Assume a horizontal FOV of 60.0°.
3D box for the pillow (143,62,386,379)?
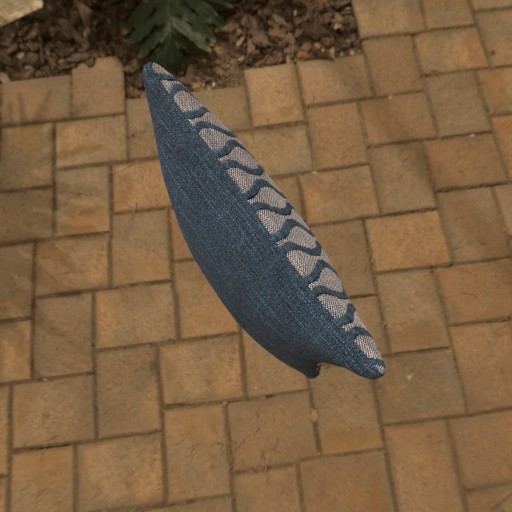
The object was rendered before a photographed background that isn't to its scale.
[{"bbox_3d":[0.000,0.000,0.673,0.159,0.435,0.435,-35,76,-10],"label":"pillow"}]
